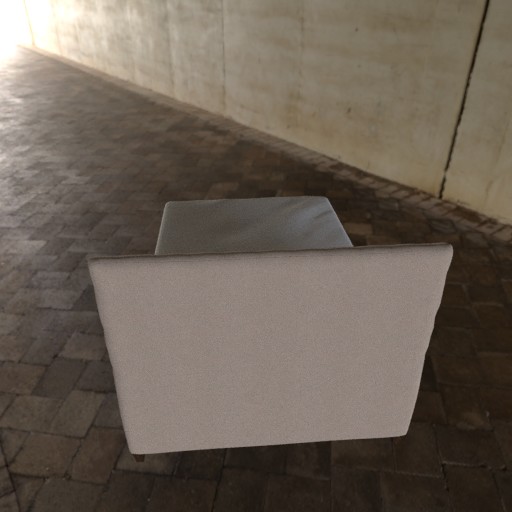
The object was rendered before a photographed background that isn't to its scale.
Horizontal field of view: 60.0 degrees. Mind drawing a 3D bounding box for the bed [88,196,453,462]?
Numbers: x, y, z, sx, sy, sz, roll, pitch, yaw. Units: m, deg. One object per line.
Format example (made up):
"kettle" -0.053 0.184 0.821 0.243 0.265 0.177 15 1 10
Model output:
"bed" 0.000 0.000 3.355 1.698 1.427 2.387 -2 32 -4
